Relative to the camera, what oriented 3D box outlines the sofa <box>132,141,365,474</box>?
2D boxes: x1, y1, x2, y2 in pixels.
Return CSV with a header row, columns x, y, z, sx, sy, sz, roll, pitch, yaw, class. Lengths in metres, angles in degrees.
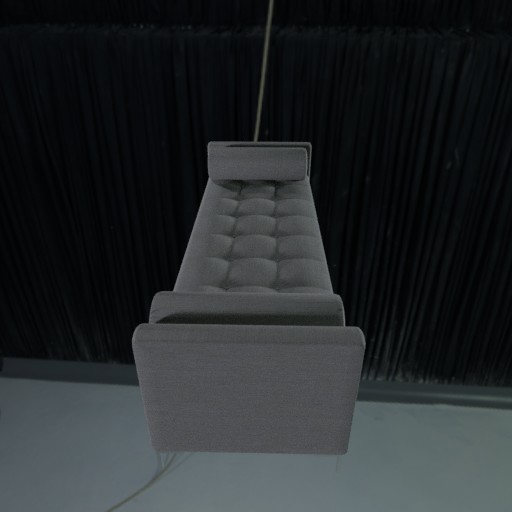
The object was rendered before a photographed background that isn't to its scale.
x,y,z,sx,sy,sz,roll,pitch,yaw,class
0.000,0.000,2.274,0.686,0.635,1.981,1,31,1,sofa
